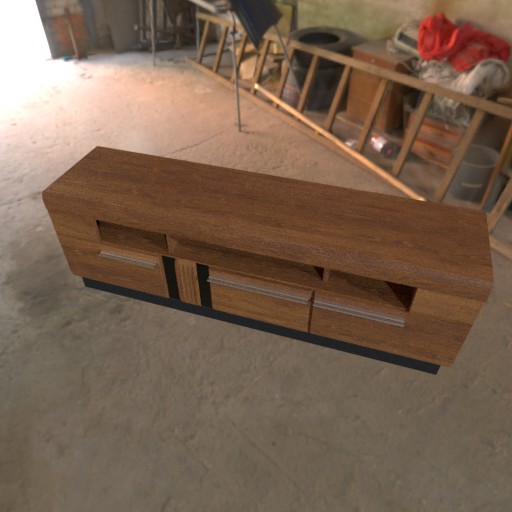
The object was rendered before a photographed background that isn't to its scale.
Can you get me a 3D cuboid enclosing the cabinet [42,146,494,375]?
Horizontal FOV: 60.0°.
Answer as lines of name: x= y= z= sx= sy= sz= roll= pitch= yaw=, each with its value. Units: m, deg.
cabinet: x=0.000 y=0.000 z=1.794 sx=1.600 sy=0.510 sz=0.419 roll=12 pitch=43 yaw=13
